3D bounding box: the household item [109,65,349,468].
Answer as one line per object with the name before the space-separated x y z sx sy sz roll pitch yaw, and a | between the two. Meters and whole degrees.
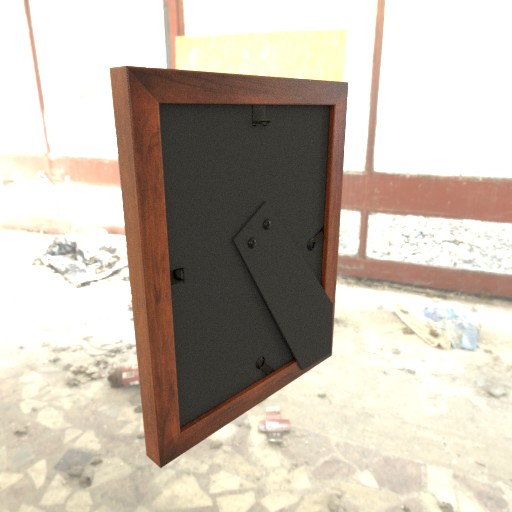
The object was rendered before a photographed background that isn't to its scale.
household item | 0.000 0.000 0.332 0.020 0.250 0.200 17 25 41
